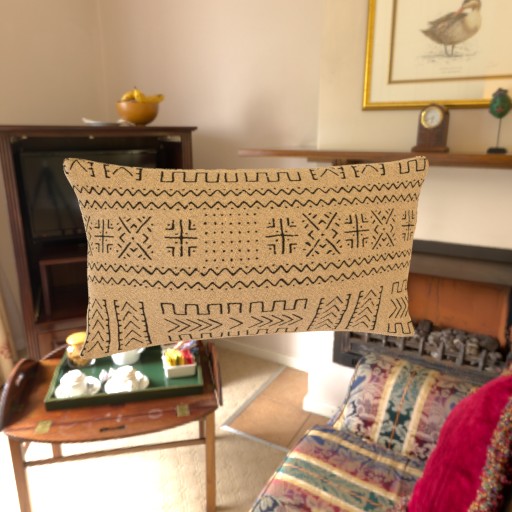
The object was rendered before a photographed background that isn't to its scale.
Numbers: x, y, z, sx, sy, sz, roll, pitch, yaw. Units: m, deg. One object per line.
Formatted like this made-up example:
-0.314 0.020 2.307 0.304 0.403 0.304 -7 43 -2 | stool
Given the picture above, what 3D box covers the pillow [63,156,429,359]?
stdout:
0.000 0.000 0.804 0.637 0.352 0.188 -2 15 -9 | pillow
